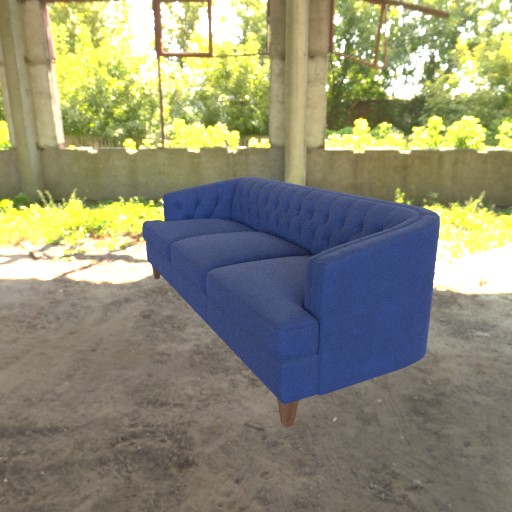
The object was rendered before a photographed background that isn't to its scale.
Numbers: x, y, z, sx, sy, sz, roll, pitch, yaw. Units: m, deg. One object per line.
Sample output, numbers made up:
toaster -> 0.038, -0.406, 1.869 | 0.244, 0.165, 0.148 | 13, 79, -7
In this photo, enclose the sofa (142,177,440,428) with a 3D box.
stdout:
sofa -> 0.000, 0.000, 2.717 | 0.914, 0.787, 2.235 | -7, 17, -25
